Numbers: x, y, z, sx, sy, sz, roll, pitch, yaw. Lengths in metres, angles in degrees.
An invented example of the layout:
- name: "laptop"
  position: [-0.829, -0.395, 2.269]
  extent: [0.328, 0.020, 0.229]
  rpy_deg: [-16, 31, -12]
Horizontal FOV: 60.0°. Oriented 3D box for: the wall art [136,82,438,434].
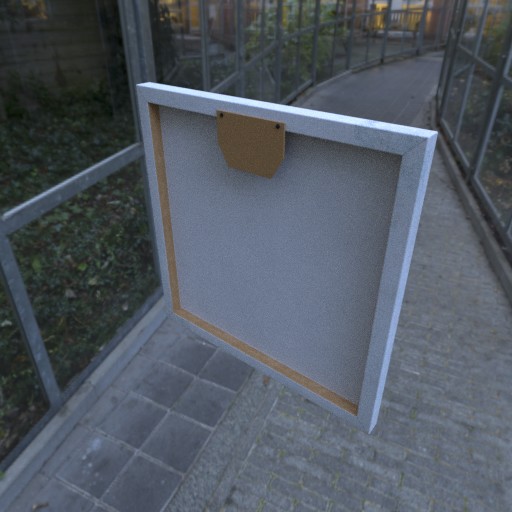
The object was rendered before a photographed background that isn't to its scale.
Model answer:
- name: "wall art"
  position: [0.000, 0.000, 0.911]
  extent: [0.605, 0.605, 0.044]
  rpy_deg: [22, 38, 32]
